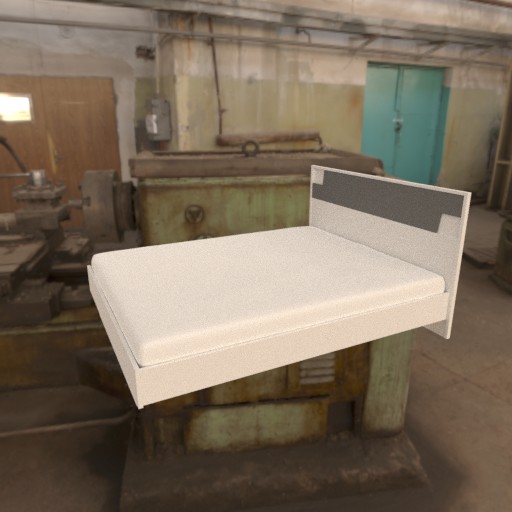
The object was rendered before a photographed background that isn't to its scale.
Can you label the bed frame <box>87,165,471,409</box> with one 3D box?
[{"bbox_3d":[0.000,0.000,3.148,2.100,1.001,1.711,-9,20,-26],"label":"bed frame"}]
